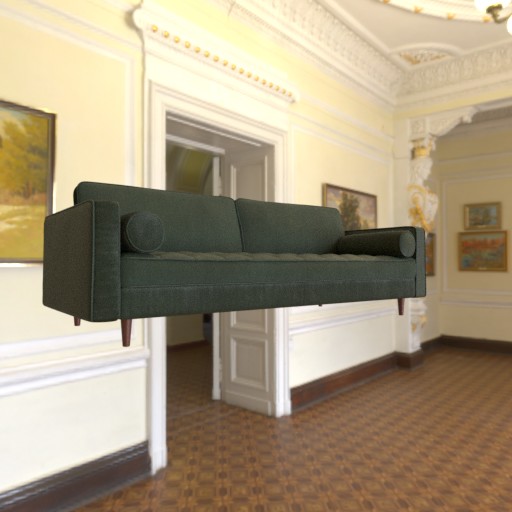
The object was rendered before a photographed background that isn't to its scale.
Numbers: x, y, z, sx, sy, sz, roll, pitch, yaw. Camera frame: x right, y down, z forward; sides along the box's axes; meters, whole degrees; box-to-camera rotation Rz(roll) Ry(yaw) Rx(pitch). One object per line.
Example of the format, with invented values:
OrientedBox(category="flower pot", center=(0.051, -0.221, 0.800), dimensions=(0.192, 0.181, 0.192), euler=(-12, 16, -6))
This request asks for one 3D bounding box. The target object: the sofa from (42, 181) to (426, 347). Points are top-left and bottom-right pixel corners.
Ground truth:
OrientedBox(category="sofa", center=(0.000, 0.000, 2.661), dimensions=(2.199, 0.769, 0.918), euler=(1, -1, -36))
